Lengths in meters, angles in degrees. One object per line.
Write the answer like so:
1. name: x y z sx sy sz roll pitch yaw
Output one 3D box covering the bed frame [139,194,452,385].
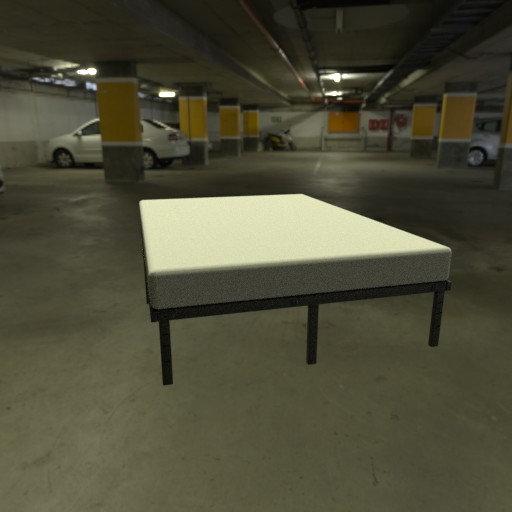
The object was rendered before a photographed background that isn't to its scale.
1. bed frame: 0.000 0.000 3.857 2.205 0.680 2.842 -2 16 -8
